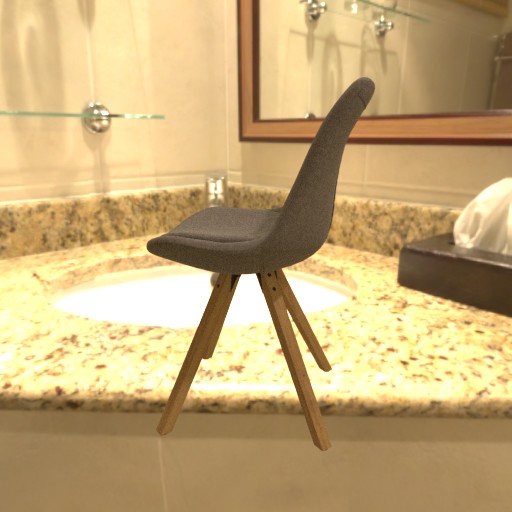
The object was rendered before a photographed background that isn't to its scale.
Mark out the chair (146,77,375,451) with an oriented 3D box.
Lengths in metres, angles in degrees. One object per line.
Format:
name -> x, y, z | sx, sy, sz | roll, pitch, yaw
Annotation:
chair -> 0.000, 0.000, 1.196 | 0.550, 0.865, 0.483 | 3, 16, 9
